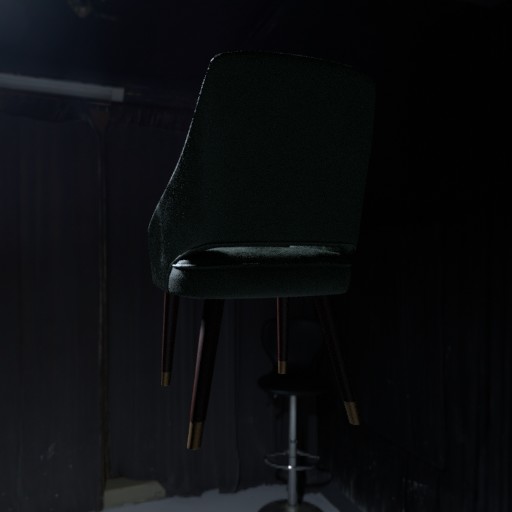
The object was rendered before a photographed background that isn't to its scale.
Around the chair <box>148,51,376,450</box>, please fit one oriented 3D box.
[{"bbox_3d":[0.000,0.000,1.553,0.683,1.081,0.794,0,1,-19],"label":"chair"}]
